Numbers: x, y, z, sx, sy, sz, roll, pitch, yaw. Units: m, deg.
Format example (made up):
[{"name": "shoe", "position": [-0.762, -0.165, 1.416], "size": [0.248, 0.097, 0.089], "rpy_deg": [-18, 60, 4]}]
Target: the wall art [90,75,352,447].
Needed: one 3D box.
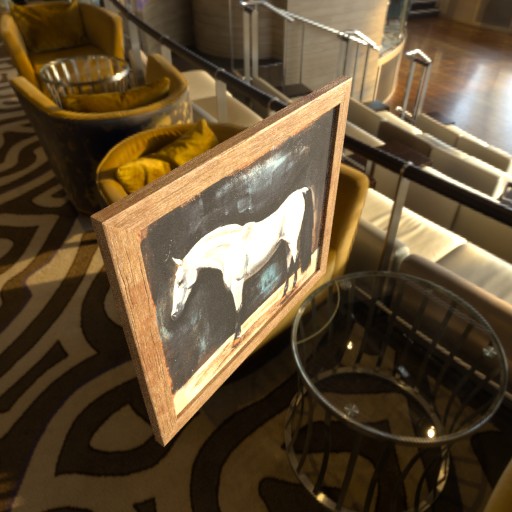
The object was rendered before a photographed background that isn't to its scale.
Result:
[{"name": "wall art", "position": [0.000, 0.000, 0.972], "size": [0.026, 0.588, 0.690], "rpy_deg": [26, 46, 27]}]
